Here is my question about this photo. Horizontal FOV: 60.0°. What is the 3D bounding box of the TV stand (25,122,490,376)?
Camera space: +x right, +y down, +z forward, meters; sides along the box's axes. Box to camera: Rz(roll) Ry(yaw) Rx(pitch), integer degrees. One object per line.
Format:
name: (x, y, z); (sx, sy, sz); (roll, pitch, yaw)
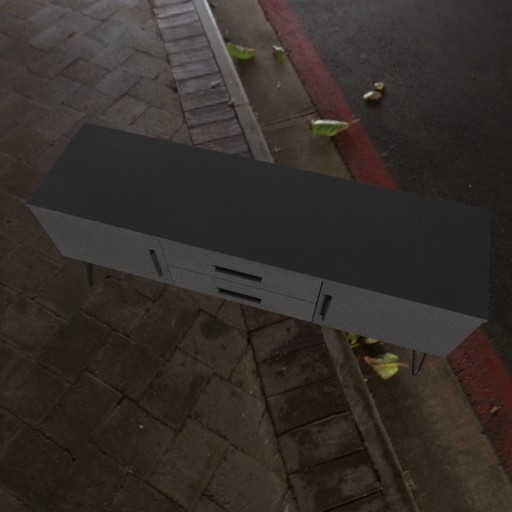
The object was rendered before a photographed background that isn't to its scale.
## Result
TV stand: (0.000, 0.000, 1.619); (1.400, 0.560, 0.400); (14, 59, 9)
